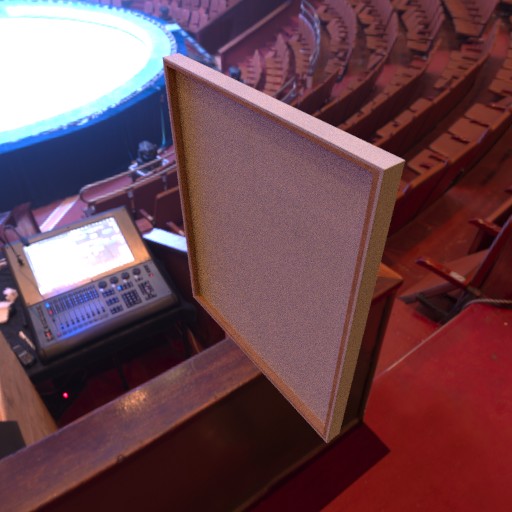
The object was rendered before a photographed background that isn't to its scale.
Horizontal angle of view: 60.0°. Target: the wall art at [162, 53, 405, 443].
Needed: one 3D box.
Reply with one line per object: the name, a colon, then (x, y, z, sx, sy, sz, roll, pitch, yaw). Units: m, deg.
wall art: (0.000, 0.000, 0.839, 0.037, 0.606, 0.508, -26, 47, -28)
